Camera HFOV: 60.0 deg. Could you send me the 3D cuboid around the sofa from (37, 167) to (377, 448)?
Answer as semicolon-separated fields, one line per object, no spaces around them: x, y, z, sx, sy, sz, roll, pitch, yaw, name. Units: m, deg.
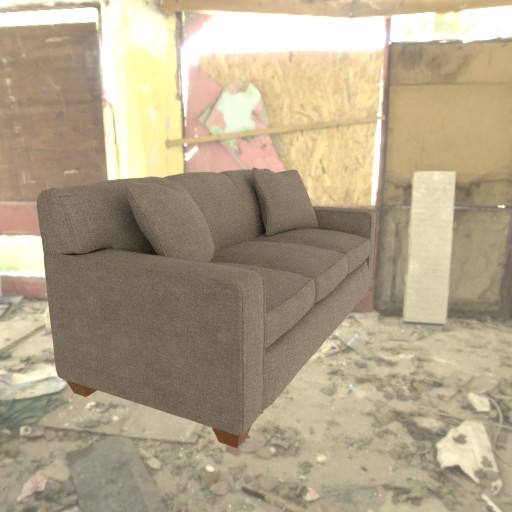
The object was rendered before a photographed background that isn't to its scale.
0.000;0.000;2.528;0.997;0.958;2.024;7;15;26;sofa
